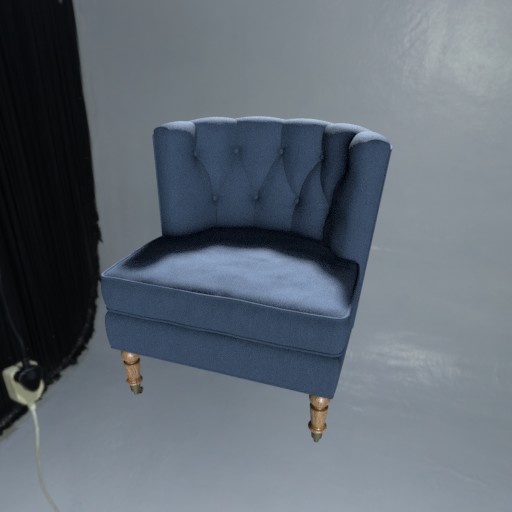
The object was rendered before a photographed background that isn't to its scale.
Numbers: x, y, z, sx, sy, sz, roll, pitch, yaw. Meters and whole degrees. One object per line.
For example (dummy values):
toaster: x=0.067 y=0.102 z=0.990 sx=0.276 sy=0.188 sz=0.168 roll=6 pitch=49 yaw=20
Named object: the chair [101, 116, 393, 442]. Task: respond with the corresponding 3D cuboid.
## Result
chair: x=0.000 y=0.000 z=1.410 sx=0.740 sy=0.771 sz=0.718 roll=8 pitch=27 yaw=17
